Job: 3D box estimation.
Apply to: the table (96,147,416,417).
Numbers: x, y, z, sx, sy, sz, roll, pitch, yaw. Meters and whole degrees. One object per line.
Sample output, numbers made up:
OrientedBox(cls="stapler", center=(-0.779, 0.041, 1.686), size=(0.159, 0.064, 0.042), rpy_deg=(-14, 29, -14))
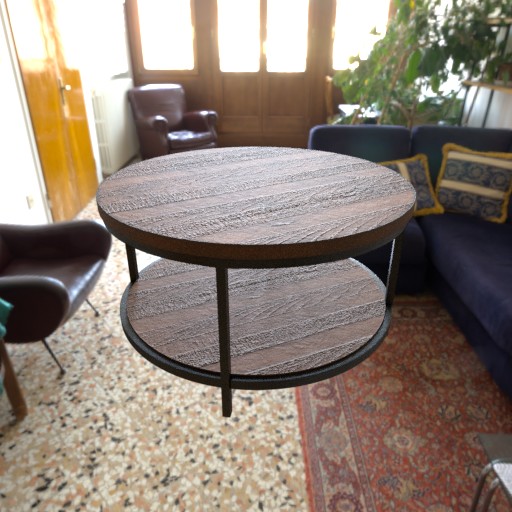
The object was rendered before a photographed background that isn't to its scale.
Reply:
OrientedBox(cls="table", center=(0.000, 0.000, 1.320), size=(0.837, 0.462, 0.837), rpy_deg=(0, 26, 0))
